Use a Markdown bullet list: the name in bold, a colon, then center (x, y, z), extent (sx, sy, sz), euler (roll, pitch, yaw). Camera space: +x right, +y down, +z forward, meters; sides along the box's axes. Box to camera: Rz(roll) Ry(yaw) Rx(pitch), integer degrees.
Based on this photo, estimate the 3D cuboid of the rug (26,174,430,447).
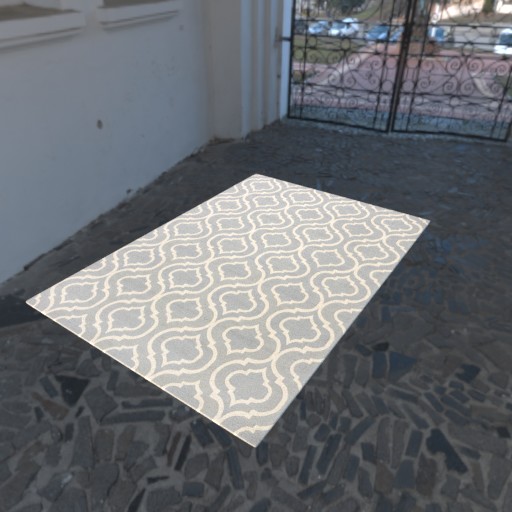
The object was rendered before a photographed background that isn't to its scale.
- **rug**: center (0.000, 0.000, 2.652), extent (1.451, 0.010, 2.080), euler (21, 38, 29)
